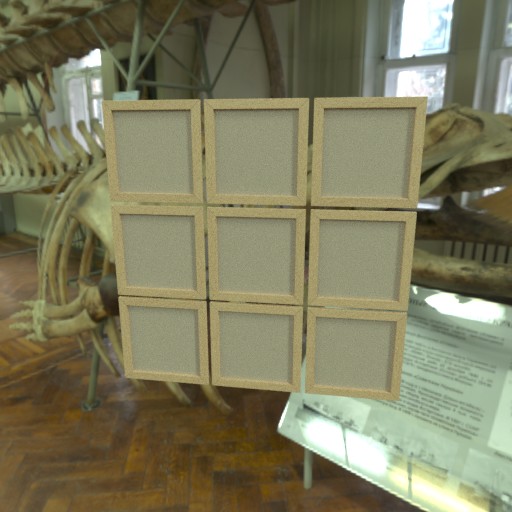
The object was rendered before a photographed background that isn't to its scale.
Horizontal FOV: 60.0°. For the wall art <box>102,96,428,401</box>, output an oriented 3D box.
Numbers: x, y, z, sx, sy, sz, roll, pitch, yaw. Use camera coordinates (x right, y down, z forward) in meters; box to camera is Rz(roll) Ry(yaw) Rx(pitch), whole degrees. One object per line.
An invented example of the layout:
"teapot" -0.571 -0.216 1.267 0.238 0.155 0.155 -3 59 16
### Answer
"wall art" 0.000 0.000 1.802 1.217 1.207 0.016 2 15 9
